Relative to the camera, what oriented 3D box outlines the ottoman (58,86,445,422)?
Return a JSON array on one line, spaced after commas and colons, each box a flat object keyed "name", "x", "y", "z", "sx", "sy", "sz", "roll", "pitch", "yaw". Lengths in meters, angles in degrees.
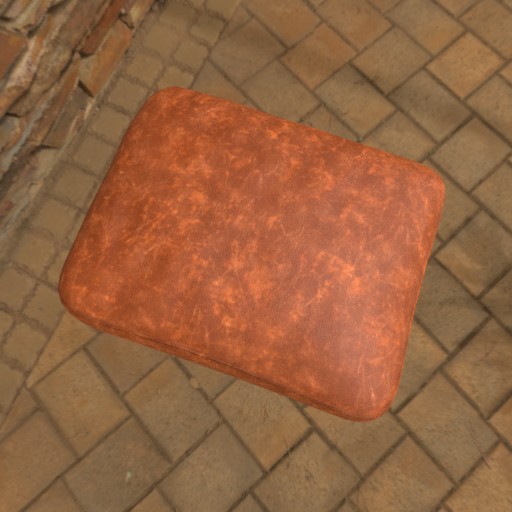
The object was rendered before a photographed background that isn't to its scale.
[{"name": "ottoman", "x": 0.000, "y": 0.000, "z": 1.234, "sx": 0.832, "sy": 0.562, "sz": 0.657, "roll": 19, "pitch": 76, "yaw": 5}]
